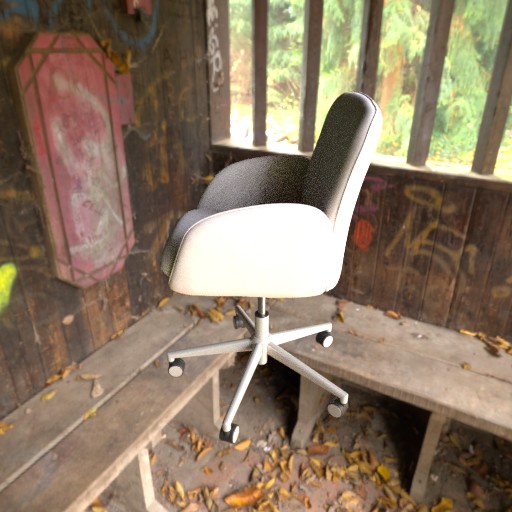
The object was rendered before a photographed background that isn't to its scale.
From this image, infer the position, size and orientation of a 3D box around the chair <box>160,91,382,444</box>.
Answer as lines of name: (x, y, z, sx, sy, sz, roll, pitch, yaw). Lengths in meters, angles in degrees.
chair: (0.000, 0.000, 1.399, 0.633, 0.959, 0.648, 0, 26, 1)
